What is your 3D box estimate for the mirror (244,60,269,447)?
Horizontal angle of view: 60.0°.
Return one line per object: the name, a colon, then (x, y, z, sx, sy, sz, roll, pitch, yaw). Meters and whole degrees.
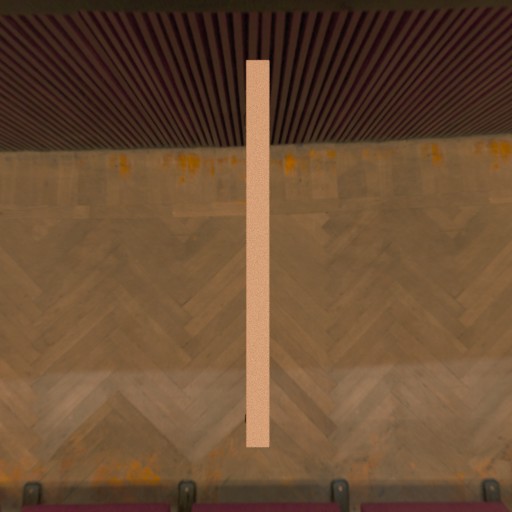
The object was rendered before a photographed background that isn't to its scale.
mirror: (0.000, 0.000, 1.154, 0.041, 0.915, 0.609, 0, 89, 0)
